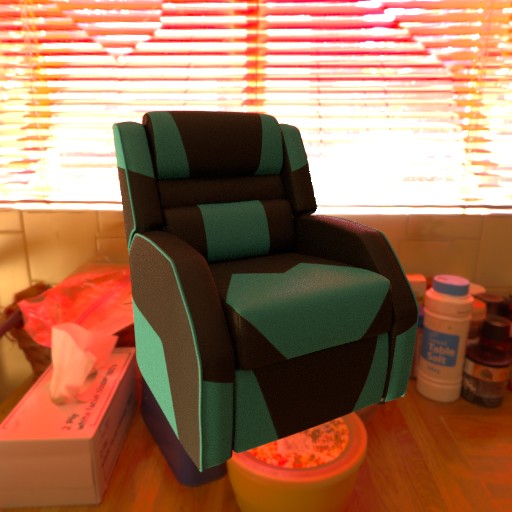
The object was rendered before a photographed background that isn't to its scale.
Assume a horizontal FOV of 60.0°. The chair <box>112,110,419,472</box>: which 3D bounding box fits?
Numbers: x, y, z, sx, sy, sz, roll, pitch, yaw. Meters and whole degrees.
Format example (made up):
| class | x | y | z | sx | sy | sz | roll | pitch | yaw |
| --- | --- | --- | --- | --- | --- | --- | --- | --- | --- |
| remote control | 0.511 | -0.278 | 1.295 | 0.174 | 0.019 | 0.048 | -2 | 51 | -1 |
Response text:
| class | x | y | z | sx | sy | sz | roll | pitch | yaw |
| --- | --- | --- | --- | --- | --- | --- | --- | --- | --- |
| chair | 0.000 | 0.000 | 1.254 | 0.620 | 0.805 | 0.672 | -8 | 17 | -27 |
